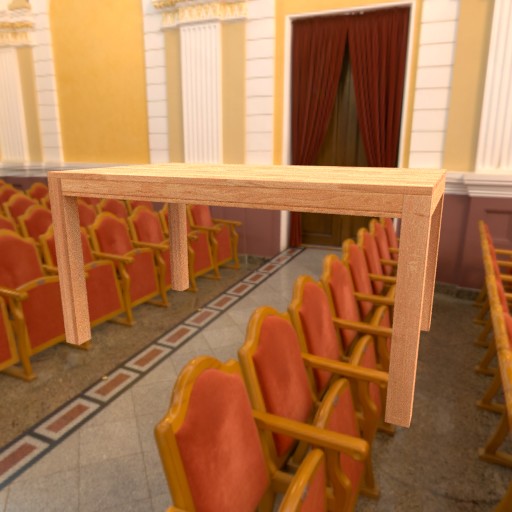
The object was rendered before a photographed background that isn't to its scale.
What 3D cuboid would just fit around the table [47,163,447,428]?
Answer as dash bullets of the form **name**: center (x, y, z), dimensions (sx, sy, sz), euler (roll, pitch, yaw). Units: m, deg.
- **table**: center (0.000, 0.000, 2.029), dimensions (1.500, 0.770, 0.900), euler (7, 16, 24)
